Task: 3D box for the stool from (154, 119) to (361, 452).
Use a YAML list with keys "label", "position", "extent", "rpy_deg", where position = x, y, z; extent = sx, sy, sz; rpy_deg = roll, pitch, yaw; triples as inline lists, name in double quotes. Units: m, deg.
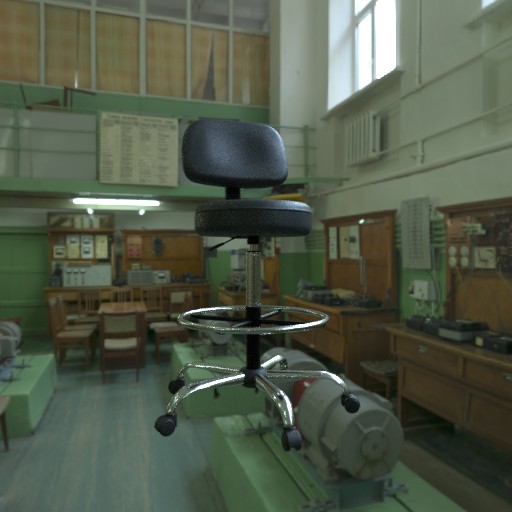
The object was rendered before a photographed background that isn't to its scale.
- label: "stool"
  position: [0.000, 0.000, 1.505]
  extent: [0.694, 1.069, 0.658]
  rpy_deg: [0, 1, -19]
